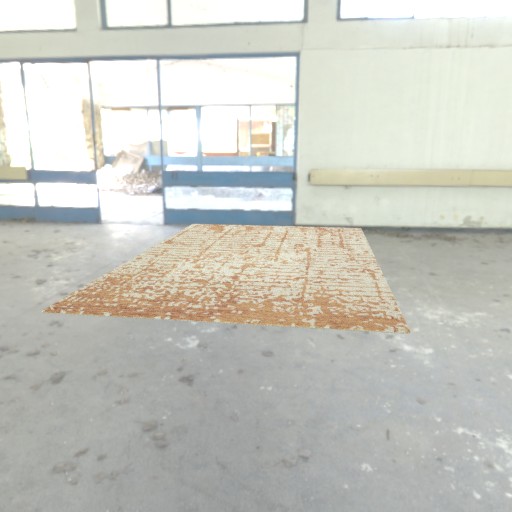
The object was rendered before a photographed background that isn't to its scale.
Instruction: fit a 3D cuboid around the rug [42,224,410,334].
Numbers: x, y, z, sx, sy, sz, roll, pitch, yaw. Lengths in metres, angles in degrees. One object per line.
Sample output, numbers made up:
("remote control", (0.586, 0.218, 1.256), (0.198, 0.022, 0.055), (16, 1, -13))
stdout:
("rug", (0.000, 0.000, 2.310), (1.219, 0.011, 1.829), (2, 14, 8))
